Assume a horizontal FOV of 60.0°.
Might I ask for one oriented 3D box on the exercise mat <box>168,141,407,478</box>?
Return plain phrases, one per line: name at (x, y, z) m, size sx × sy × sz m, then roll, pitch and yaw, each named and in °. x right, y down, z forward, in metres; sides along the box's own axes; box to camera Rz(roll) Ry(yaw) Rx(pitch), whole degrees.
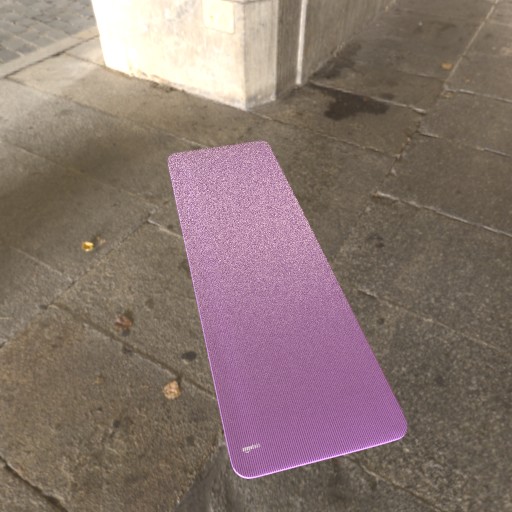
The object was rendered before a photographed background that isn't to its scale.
exercise mat at (0.000, 0.000, 2.062) m, size 0.616 × 0.021 × 1.869 m, roll -11°, pitch 48°, yaw -10°
